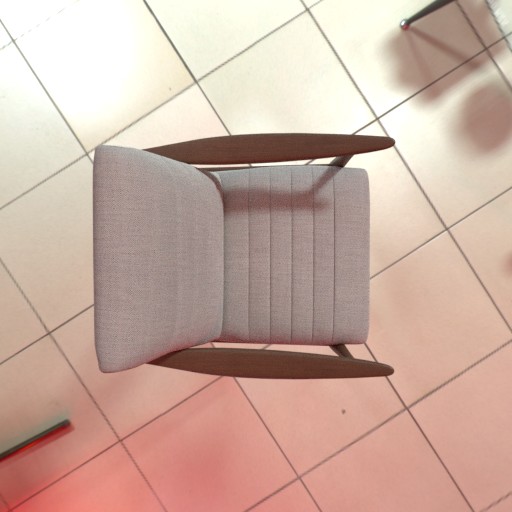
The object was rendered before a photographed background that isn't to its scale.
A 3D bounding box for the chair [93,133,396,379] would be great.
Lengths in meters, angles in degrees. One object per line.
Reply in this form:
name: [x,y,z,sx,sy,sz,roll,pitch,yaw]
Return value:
chair: [0.000,0.000,1.460,0.798,0.832,0.741,0,91,-1]
